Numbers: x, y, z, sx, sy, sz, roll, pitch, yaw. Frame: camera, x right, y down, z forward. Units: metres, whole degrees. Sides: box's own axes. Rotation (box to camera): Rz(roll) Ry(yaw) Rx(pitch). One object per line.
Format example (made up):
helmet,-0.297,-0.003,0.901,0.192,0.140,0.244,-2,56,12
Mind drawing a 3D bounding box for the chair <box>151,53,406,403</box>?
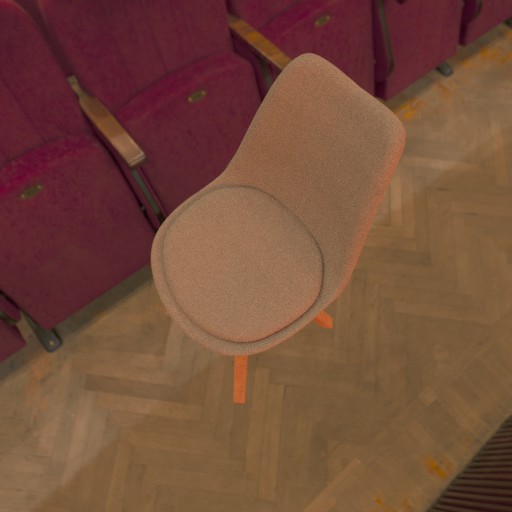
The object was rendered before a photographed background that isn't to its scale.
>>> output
chair,0.000,0.000,1.193,0.549,0.863,0.474,-36,69,-16
